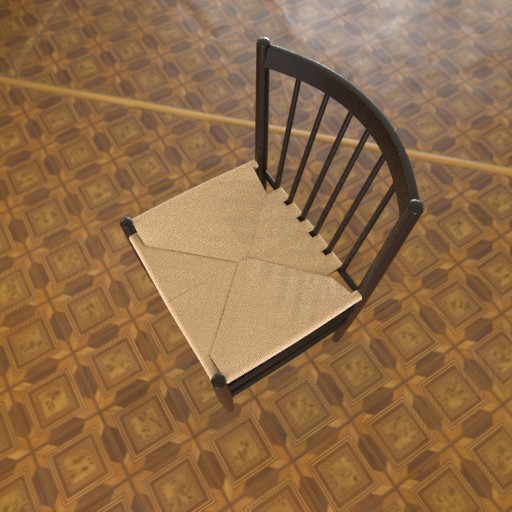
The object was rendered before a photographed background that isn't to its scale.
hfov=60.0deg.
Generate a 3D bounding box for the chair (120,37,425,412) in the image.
[{"bbox_3d":[0.000,0.000,1.131,0.516,0.818,0.495,-30,68,-13],"label":"chair"}]
